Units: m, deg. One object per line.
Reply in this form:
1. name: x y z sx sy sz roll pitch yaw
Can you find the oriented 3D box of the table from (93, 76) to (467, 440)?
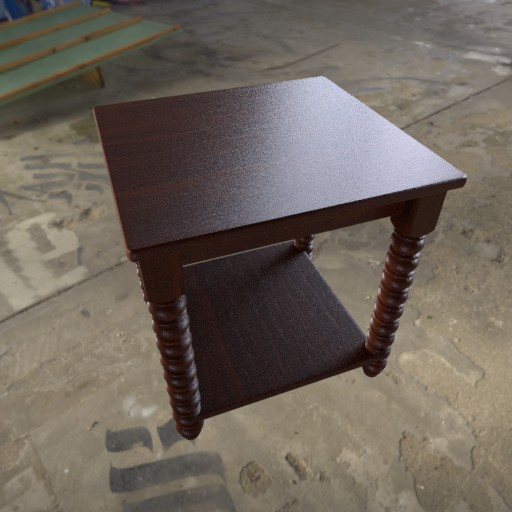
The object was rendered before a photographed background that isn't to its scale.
1. table: 0.000 0.000 0.985 0.533 0.567 0.500 -14 42 -15
